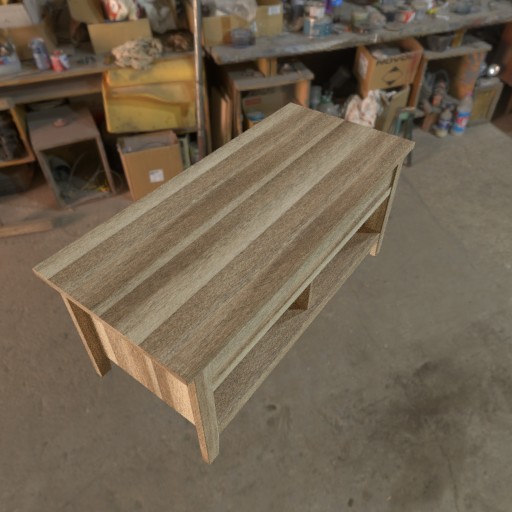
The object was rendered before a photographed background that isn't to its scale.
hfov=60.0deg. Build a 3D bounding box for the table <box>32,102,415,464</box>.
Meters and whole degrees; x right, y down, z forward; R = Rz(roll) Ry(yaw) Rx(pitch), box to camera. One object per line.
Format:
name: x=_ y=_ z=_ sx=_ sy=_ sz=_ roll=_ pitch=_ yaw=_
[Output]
table: x=0.000 y=0.000 z=1.414 sx=0.493 sy=0.480 sz=1.095 roll=27 pitch=50 yaw=26
